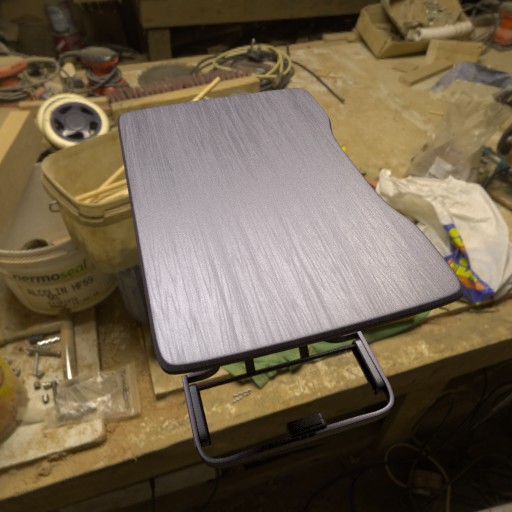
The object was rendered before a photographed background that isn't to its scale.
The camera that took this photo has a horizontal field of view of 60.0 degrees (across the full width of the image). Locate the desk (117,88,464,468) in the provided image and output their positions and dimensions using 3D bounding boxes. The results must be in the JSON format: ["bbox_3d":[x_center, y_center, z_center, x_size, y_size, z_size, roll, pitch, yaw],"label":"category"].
[{"bbox_3d":[0.000,0.000,1.145,0.546,0.470,0.820,-12,48,-11],"label":"desk"}]
